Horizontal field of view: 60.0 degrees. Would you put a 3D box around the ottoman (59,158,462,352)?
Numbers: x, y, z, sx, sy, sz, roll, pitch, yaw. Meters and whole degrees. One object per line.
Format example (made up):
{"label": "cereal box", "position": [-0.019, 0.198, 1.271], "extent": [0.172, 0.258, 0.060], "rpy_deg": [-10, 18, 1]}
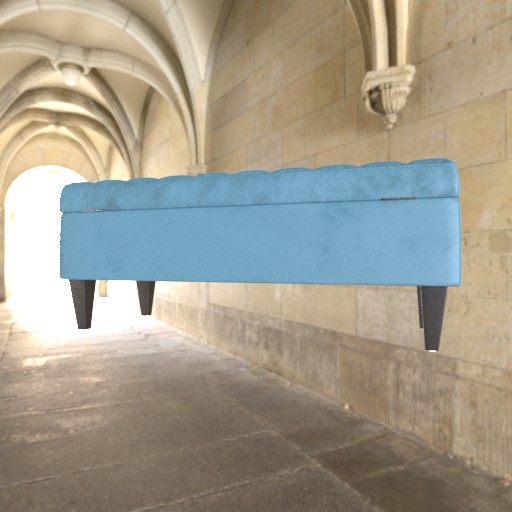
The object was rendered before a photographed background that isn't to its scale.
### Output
{"label": "ottoman", "position": [0.000, 0.000, 1.414], "extent": [1.151, 0.469, 0.482], "rpy_deg": [0, 0, 18]}
